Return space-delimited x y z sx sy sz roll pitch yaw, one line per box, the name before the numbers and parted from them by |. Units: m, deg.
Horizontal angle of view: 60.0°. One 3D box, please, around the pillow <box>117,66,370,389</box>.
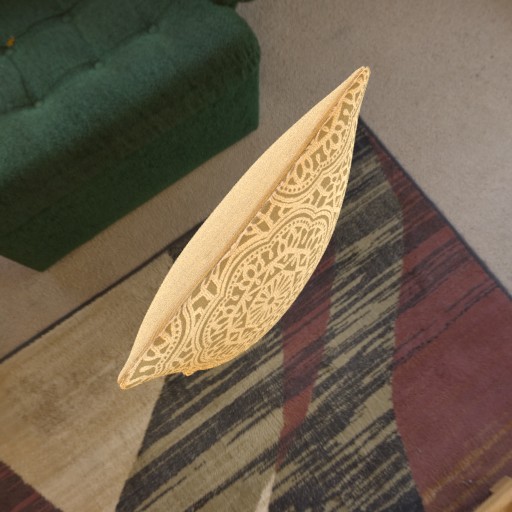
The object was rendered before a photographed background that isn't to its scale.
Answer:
pillow | 0.000 0.000 0.657 0.167 0.421 0.438 35 79 8
